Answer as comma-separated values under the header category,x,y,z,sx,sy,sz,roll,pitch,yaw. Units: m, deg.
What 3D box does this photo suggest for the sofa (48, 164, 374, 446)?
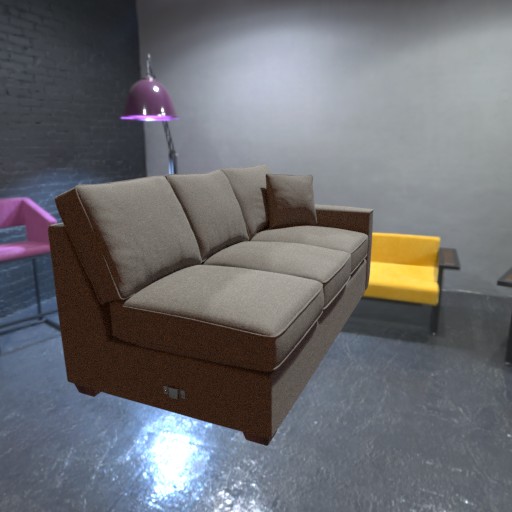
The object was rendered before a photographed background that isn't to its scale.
category,x,y,z,sx,sy,sz,roll,pitch,yaw
sofa,0.000,0.000,2.533,1.034,0.946,1.963,6,16,23
